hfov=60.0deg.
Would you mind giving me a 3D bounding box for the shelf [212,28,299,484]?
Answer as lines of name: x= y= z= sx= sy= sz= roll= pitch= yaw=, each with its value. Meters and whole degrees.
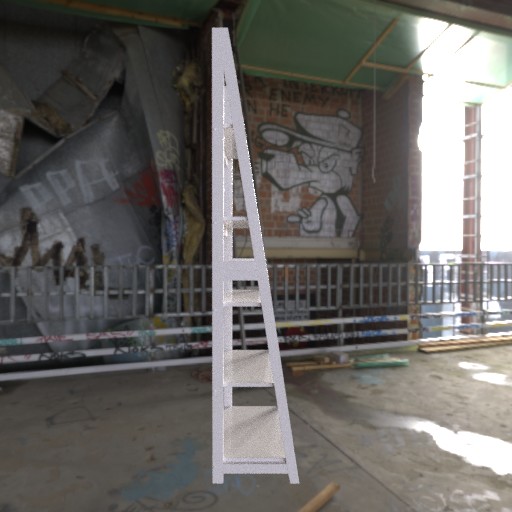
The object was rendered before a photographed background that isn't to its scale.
shelf: x=0.000 y=0.000 z=2.045 sx=0.341 sy=1.779 sz=0.636 roll=0 pitch=1 yaw=0
